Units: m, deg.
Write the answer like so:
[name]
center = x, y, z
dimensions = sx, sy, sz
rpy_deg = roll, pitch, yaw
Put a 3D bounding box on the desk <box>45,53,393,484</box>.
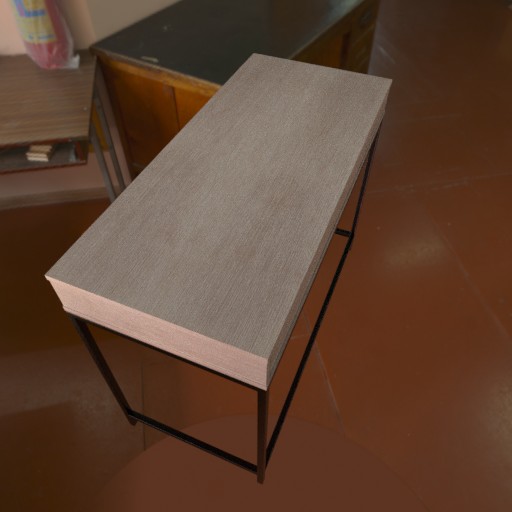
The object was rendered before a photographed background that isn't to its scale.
[desk]
center = 0.000, 0.000, 1.380
dimensions = 0.470, 0.762, 1.016
rpy_deg = 18, 51, 15
